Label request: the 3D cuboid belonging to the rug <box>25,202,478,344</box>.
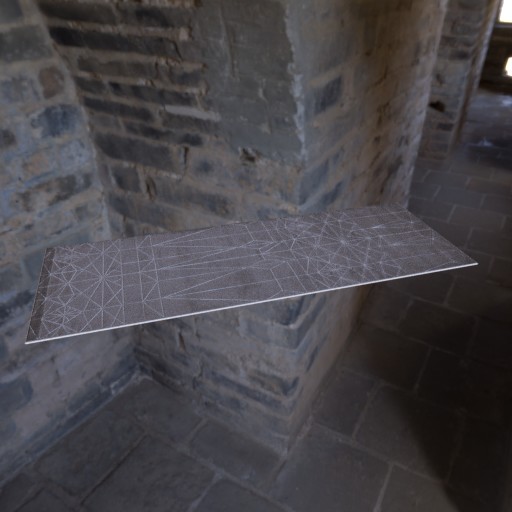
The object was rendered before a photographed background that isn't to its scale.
[{"bbox_3d":[0.000,0.000,2.605,2.388,0.012,0.864,-9,33,-14],"label":"rug"}]
